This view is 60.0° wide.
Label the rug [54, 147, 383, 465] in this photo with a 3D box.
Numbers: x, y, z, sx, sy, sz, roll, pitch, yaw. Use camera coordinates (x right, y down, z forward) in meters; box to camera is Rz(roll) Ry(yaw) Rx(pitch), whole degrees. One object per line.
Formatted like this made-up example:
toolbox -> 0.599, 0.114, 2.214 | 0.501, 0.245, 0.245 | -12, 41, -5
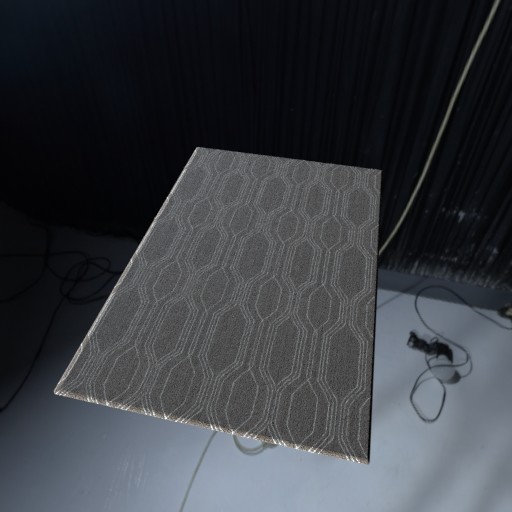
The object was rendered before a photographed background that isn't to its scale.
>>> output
rug -> 0.000, 0.000, 2.286 | 1.239, 0.012, 1.836 | 9, 46, 9
